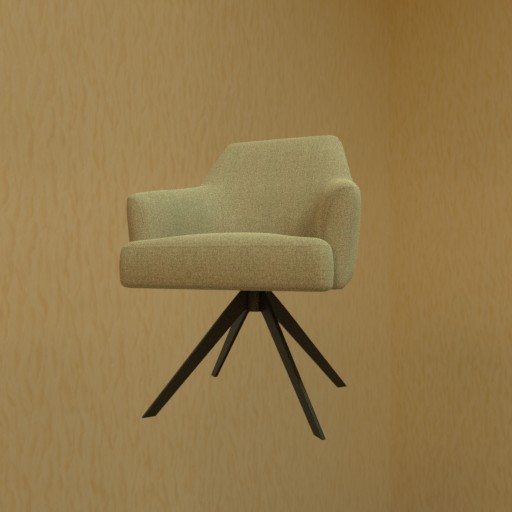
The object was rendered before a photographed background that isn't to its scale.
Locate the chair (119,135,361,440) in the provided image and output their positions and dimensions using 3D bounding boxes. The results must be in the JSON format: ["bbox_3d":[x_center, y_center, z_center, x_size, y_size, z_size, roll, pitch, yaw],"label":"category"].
[{"bbox_3d":[0.000,0.000,1.355,0.642,0.874,0.677,0,-1,18],"label":"chair"}]
